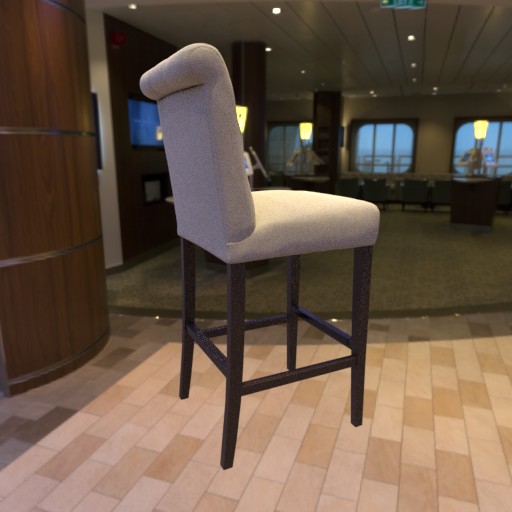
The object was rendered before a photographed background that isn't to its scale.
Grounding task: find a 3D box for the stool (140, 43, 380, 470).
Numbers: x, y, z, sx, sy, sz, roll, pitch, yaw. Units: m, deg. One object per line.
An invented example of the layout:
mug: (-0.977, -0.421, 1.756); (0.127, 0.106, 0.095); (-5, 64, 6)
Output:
stool: (0.000, 0.000, 1.427); (0.601, 1.140, 0.493); (-7, 15, -26)
